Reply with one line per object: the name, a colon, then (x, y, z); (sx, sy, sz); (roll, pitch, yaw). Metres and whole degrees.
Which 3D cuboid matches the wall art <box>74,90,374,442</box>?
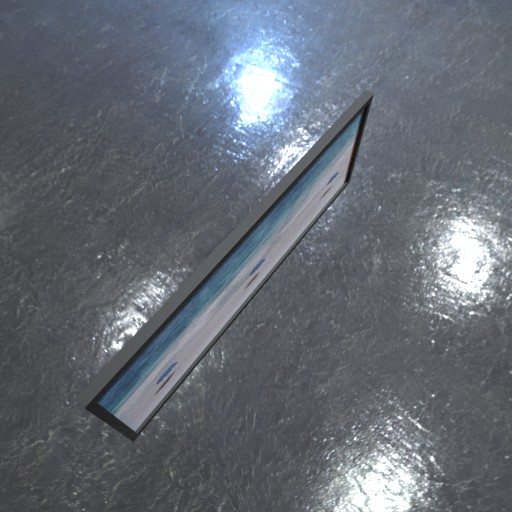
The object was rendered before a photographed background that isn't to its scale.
wall art: (0.000, 0.000, 1.745); (0.041, 0.554, 1.572); (33, 64, 18)
